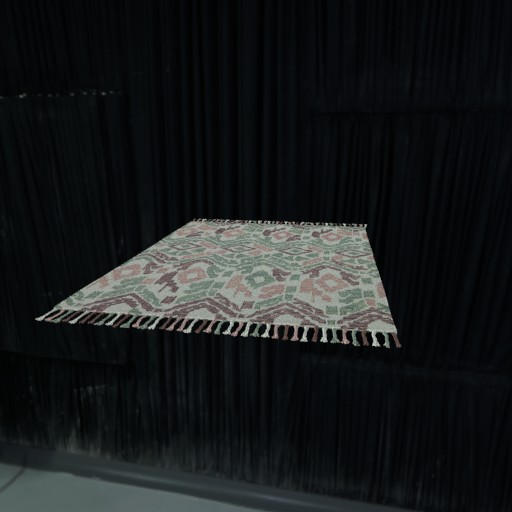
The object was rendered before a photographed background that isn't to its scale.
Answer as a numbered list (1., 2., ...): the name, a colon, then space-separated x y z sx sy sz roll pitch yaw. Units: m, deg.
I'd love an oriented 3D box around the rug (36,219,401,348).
1. rug: 0.000 0.000 2.248 1.219 0.010 1.829 3 16 9
